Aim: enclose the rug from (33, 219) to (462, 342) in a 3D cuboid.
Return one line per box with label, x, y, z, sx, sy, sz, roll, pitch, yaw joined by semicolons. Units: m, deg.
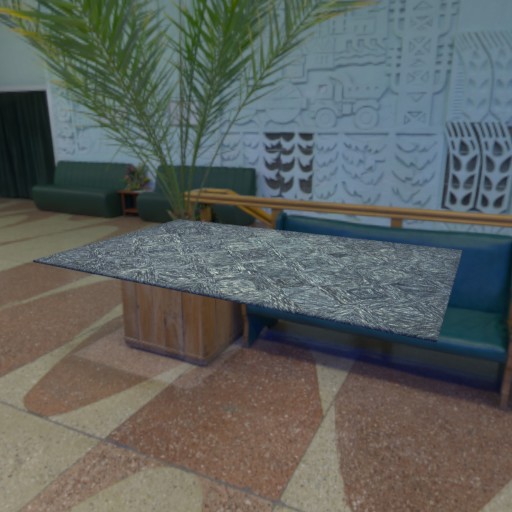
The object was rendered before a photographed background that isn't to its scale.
rug;0.000;0.000;2.839;2.330;0.017;1.478;8;18;26
